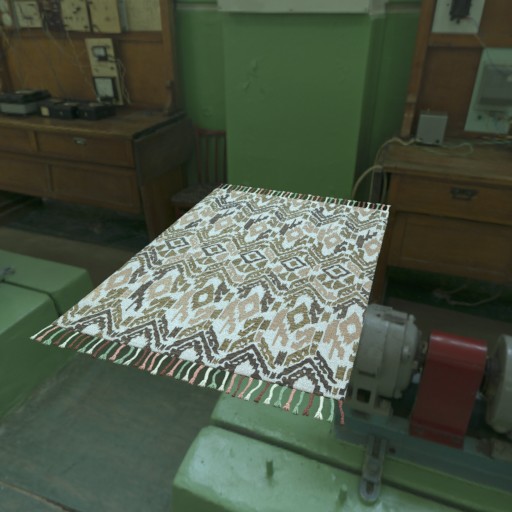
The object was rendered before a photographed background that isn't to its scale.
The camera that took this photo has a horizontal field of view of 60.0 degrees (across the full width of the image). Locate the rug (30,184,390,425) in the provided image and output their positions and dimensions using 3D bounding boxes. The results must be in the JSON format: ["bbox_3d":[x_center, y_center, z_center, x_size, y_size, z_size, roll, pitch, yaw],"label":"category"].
[{"bbox_3d":[0.000,0.000,2.281,1.219,0.008,1.829,10,31,17],"label":"rug"}]
